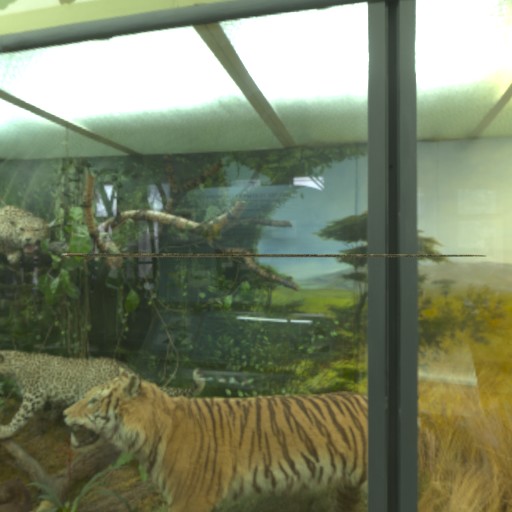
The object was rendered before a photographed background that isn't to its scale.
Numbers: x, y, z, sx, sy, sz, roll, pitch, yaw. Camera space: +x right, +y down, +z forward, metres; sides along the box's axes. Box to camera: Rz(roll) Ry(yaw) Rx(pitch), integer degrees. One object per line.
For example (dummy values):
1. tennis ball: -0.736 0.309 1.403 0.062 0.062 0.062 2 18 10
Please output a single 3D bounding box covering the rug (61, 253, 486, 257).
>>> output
1. rug: 0.000 0.000 4.353 3.291 0.017 2.431 0 0 -17
